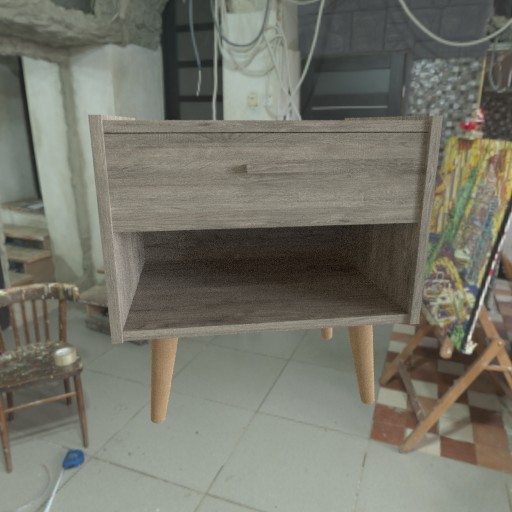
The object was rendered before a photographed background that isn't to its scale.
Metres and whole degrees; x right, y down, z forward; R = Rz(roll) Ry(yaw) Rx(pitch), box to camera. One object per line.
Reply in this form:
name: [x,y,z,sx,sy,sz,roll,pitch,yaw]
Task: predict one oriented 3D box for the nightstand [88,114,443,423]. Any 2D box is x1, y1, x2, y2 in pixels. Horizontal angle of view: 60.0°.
nightstand: [0.000,0.000,0.835,0.480,0.500,0.380,-2,17,-8]
